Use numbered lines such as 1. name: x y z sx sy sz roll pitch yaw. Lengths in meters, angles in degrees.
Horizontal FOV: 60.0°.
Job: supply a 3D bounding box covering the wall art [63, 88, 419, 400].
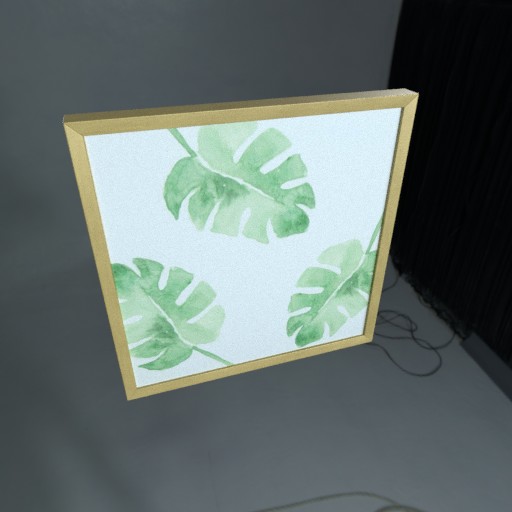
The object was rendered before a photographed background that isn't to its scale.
1. wall art: 0.000 0.000 0.758 0.508 0.508 0.038 -10 34 -15
